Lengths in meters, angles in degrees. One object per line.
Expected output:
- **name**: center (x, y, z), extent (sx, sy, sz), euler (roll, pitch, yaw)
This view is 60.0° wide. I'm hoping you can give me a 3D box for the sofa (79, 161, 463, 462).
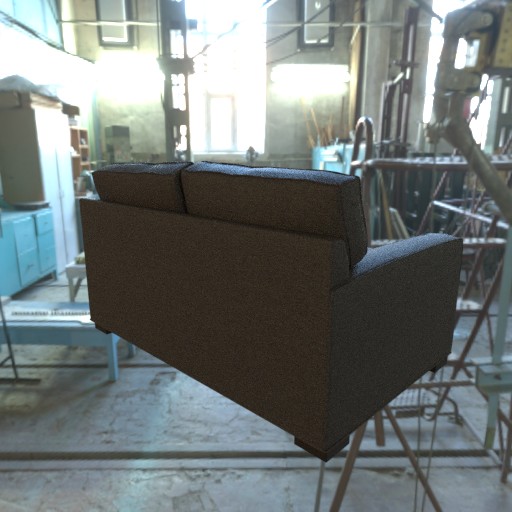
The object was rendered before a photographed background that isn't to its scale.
- **sofa**: center (0.000, 0.000, 2.082), extent (1.534, 0.887, 0.974), euler (13, 19, 43)
